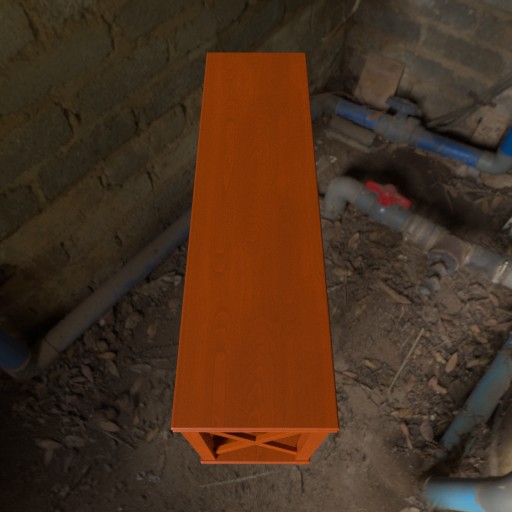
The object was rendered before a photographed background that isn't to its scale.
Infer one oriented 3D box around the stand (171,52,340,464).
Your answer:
[{"bbox_3d":[0.000,0.000,1.676,0.381,0.762,1.372,0,59,0],"label":"stand"}]
